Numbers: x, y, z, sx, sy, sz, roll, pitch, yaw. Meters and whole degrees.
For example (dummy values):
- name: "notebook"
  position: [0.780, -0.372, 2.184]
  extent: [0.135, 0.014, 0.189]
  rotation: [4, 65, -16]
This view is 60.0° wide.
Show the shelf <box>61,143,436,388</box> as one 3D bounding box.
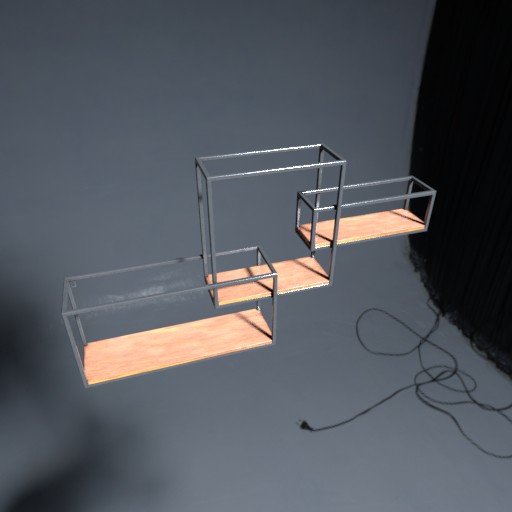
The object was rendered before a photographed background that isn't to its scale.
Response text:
- name: "shelf"
  position: [0.000, 0.000, 2.155]
  extent: [1.781, 0.972, 0.275]
  rotation: [-10, 34, -15]
